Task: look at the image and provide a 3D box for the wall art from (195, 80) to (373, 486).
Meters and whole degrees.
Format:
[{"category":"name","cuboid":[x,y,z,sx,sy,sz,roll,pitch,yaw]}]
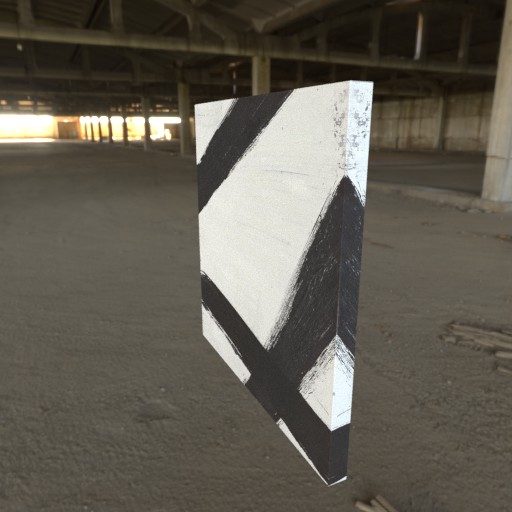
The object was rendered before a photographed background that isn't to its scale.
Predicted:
[{"category":"wall art","cuboid":[0.000,0.000,1.129,0.046,0.765,0.765,-8,18,-25]}]
